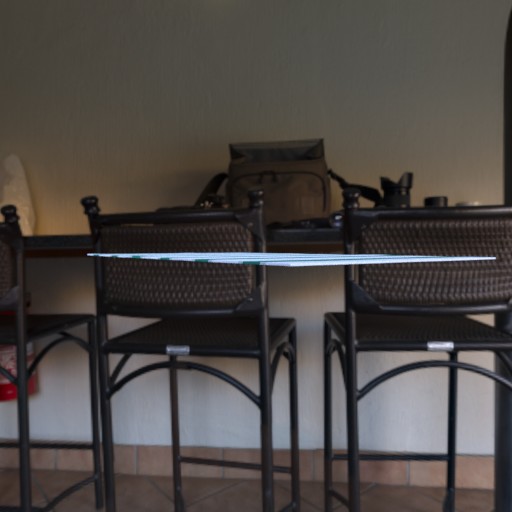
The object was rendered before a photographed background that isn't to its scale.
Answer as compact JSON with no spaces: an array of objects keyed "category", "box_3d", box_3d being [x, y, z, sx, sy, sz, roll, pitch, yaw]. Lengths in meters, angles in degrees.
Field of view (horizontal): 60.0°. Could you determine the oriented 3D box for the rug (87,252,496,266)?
[{"category":"rug","box_3d":[0.000,0.000,2.983,1.521,0.015,2.436,-1,1,-37]}]
